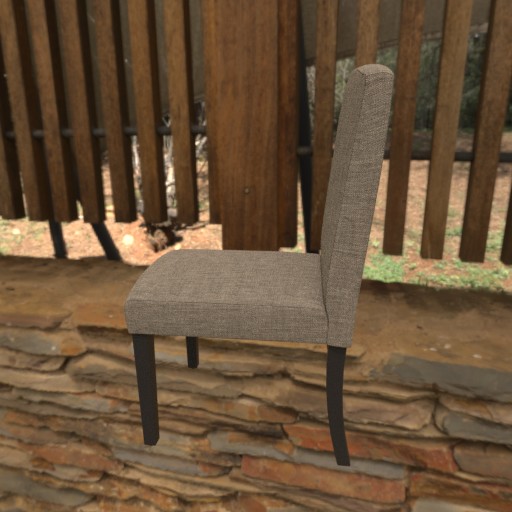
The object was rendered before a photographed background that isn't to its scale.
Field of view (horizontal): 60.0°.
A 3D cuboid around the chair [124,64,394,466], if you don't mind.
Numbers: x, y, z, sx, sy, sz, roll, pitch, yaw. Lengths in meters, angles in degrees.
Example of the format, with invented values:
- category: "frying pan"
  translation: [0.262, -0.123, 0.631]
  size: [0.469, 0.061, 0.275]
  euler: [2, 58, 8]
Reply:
- category: "chair"
  translation: [0.000, 0.000, 1.170]
  size: [0.580, 0.917, 0.451]
  euler: [2, 16, 8]
